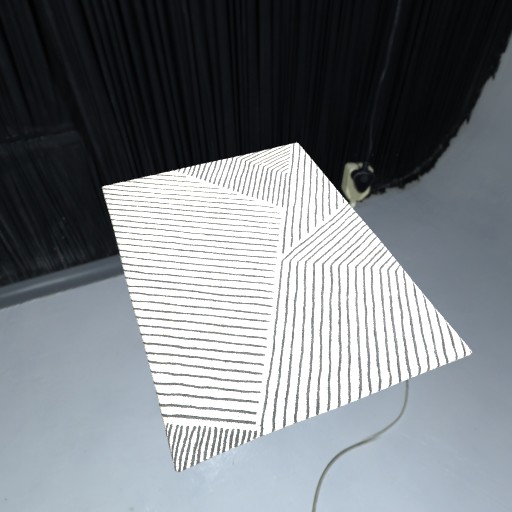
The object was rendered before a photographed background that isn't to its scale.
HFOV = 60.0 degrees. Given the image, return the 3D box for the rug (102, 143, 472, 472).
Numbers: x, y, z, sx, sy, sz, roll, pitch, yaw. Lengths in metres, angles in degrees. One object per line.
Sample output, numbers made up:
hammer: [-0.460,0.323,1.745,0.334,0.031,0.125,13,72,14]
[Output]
rug: [0.000,0.000,3.198,1.829,0.028,2.449,-16,49,-15]
